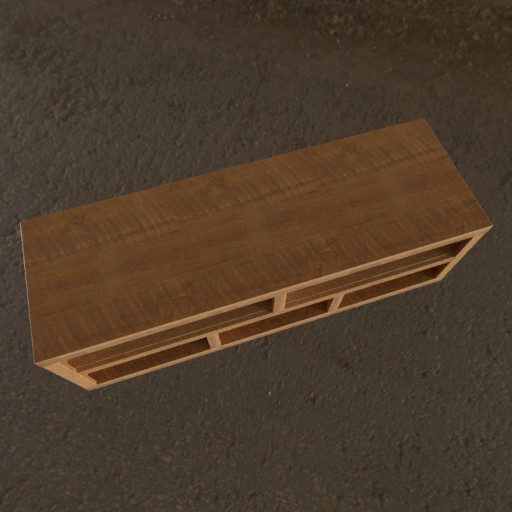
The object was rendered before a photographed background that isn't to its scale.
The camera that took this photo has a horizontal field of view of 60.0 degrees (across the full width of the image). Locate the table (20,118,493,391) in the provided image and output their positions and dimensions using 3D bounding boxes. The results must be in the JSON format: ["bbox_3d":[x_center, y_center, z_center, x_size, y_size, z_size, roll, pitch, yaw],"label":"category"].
[{"bbox_3d":[0.000,0.000,1.700,1.499,0.491,0.499,-16,65,-8],"label":"table"}]
